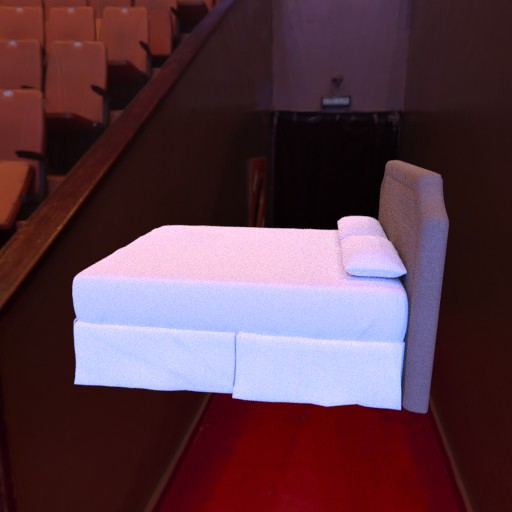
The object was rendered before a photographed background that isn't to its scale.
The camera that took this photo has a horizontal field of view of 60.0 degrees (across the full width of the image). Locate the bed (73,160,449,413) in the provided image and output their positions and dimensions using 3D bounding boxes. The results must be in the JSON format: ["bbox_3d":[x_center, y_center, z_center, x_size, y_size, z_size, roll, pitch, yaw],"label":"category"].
[{"bbox_3d":[0.000,0.000,3.161,2.116,1.290,1.693,2,15,8],"label":"bed"}]
